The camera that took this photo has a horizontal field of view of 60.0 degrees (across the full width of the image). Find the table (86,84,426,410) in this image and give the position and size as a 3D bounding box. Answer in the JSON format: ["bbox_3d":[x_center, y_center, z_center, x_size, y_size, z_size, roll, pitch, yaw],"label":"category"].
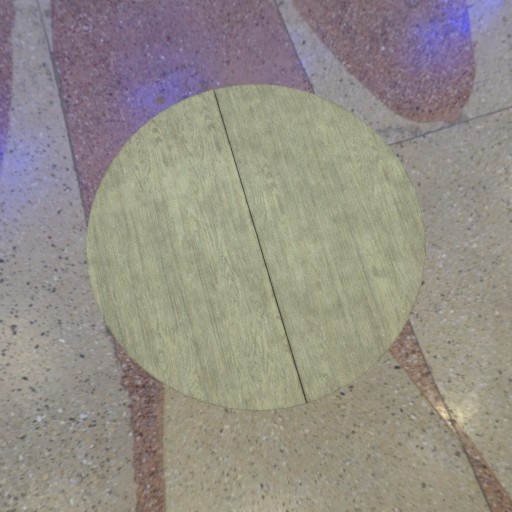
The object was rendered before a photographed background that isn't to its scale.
[{"bbox_3d":[0.000,0.000,2.158,1.363,0.781,1.363,0,76,0],"label":"table"}]
